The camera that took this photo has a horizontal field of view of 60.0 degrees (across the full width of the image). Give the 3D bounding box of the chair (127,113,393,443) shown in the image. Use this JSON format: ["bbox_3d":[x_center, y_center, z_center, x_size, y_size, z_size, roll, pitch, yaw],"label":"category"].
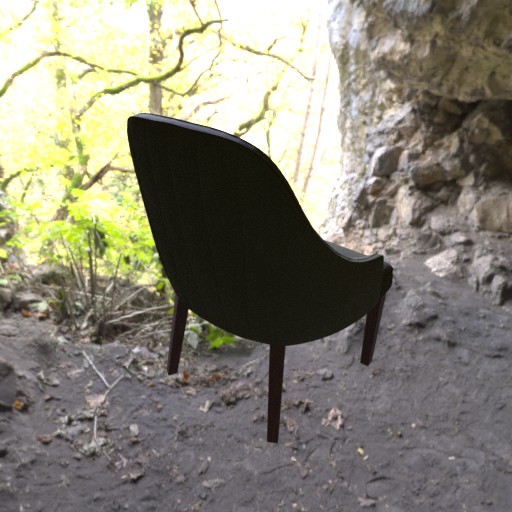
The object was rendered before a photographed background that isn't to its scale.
[{"bbox_3d":[0.000,0.000,1.290,0.643,0.889,0.575,22,37,32],"label":"chair"}]
